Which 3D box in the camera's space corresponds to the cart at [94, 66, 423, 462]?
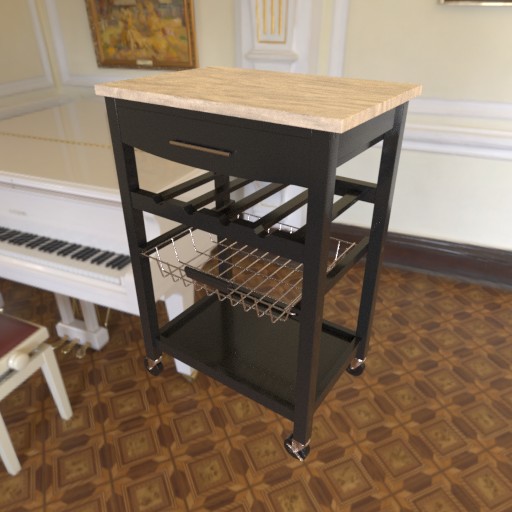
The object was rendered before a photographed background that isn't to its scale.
[{"bbox_3d":[0.000,0.000,1.150,0.584,0.839,0.403,19,35,30],"label":"cart"}]
